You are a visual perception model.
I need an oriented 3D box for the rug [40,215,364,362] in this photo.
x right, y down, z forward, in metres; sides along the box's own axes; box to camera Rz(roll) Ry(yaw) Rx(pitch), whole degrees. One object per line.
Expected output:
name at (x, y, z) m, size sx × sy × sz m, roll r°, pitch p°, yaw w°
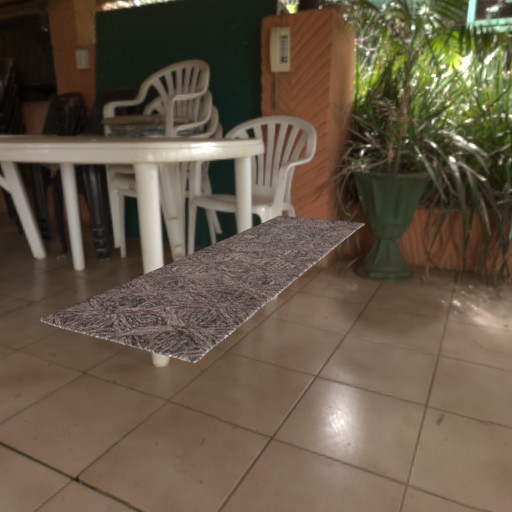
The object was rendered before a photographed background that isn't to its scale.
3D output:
rug at (0.000, 0.000, 2.522) m, size 0.719 × 0.013 × 2.305 m, roll 8°, pitch 18°, yaw 25°
